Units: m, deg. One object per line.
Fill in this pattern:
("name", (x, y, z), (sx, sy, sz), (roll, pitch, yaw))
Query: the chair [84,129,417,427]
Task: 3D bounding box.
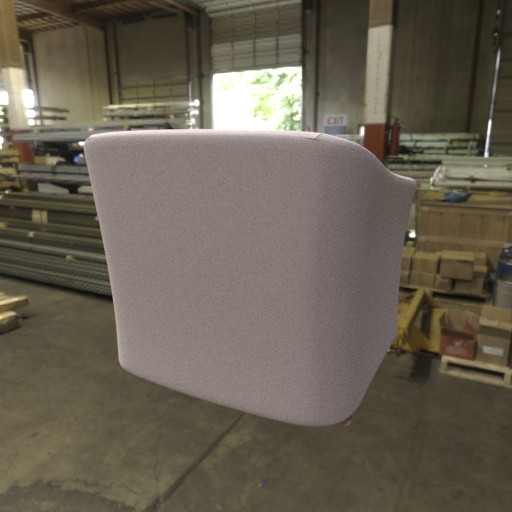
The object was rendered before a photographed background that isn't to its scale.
("chair", (0.000, 0.000, 1.328), (0.790, 0.720, 0.700), (8, 17, 27))
